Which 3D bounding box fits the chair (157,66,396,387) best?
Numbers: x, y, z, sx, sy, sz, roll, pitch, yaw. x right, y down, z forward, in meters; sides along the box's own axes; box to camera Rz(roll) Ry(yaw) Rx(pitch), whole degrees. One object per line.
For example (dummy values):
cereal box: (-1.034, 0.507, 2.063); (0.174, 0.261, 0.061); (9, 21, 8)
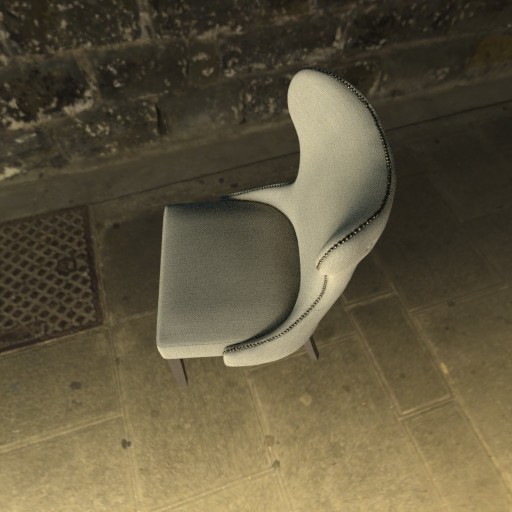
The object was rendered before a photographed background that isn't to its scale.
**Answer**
chair: (0.000, 0.000, 1.417); (0.635, 0.967, 0.628); (-3, 57, -2)
